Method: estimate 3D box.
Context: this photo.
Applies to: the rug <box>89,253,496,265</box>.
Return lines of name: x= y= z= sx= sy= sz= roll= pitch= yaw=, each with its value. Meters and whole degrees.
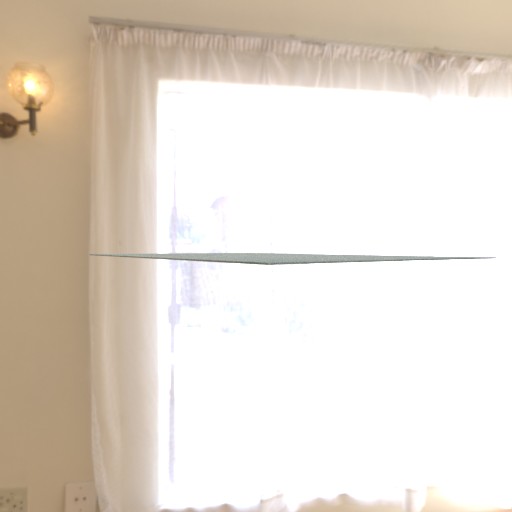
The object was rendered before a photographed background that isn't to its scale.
rug: x=0.000 y=0.000 z=2.181 sx=1.142 sy=0.006 sz=1.752 roll=-1 pitch=1 yaw=-35
